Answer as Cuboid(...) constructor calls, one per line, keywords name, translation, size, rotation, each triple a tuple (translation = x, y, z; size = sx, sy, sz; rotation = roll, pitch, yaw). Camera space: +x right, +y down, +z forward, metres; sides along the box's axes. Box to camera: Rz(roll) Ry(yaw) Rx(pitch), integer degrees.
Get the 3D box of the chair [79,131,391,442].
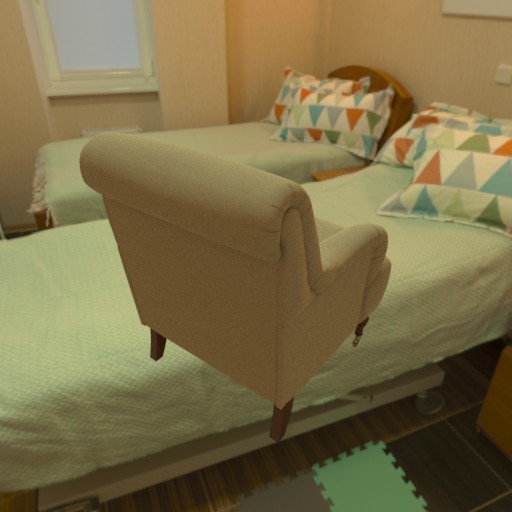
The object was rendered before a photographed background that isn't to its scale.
Cuboid(name="chair", translation=(0.000, 0.000, 1.612), size=(0.766, 0.942, 0.842), rotation=(22, 37, 32))
